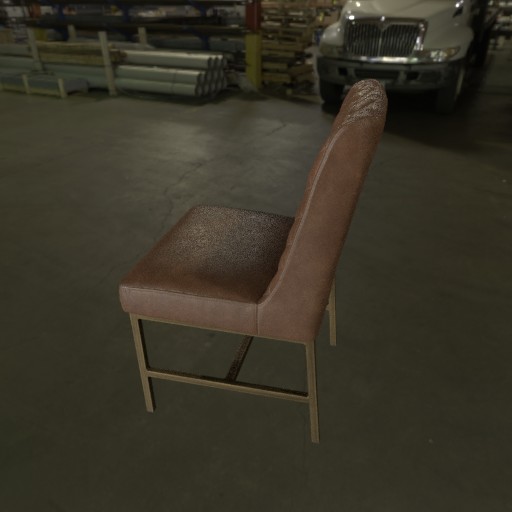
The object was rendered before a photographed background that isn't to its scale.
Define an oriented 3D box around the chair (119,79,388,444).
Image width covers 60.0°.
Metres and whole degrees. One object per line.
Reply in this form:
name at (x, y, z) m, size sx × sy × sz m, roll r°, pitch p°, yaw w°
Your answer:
chair at (0.000, 0.000, 1.234) m, size 0.587 × 0.889 × 0.508 m, roll 8°, pitch 31°, yaw 13°
